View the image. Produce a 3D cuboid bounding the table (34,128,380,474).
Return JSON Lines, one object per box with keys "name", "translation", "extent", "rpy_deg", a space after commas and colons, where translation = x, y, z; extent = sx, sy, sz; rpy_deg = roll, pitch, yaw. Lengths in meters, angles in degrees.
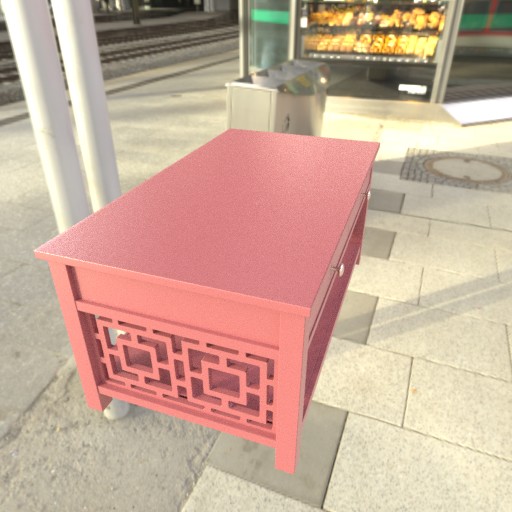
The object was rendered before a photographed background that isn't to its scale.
{"name": "table", "translation": [0.000, 0.000, 1.402], "extent": [0.612, 0.493, 1.068], "rpy_deg": [10, 32, 17]}
